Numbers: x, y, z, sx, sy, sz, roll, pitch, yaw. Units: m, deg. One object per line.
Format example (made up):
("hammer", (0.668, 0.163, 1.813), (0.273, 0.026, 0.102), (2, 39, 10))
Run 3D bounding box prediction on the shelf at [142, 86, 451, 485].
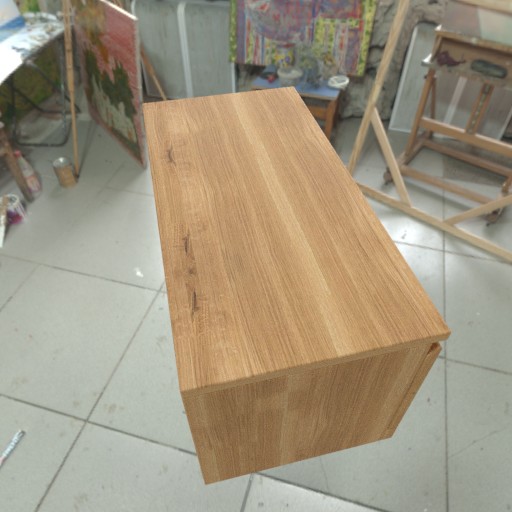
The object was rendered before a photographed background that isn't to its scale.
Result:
("shelf", (0.000, 0.000, 1.030), (0.400, 0.400, 0.800), (-10, 47, -9))
